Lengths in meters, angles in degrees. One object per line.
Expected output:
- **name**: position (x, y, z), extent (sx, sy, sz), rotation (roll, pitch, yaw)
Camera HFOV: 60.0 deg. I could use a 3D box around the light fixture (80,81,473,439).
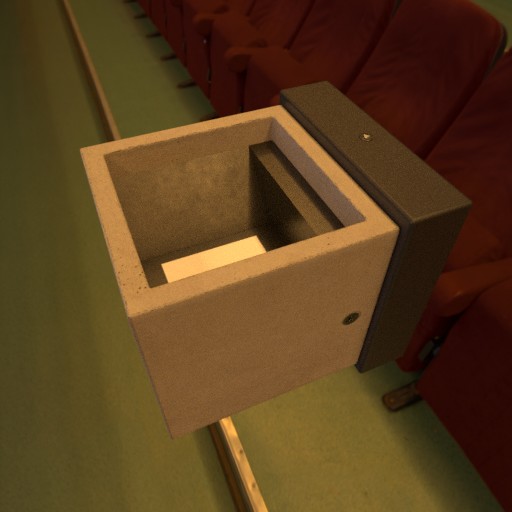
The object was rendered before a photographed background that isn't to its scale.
- **light fixture**: position (0.000, 0.000, 0.243), extent (0.143, 0.121, 0.121), rotation (-18, 49, -16)
